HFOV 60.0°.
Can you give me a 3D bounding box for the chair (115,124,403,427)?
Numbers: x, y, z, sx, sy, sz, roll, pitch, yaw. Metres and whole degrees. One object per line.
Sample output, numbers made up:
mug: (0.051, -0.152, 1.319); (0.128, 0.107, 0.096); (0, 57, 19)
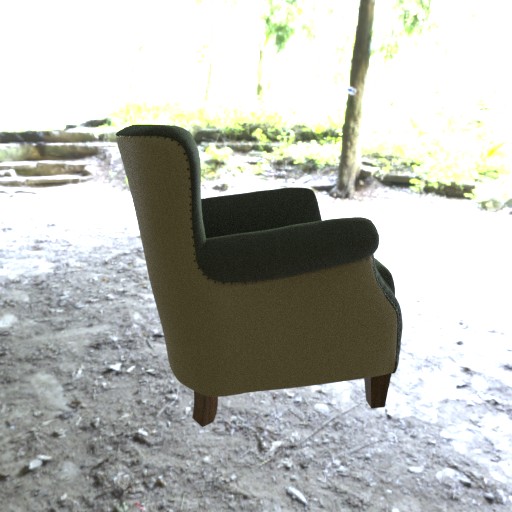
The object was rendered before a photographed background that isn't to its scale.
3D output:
chair: (0.000, 0.000, 1.643); (0.921, 0.936, 0.861); (-2, 17, -8)
